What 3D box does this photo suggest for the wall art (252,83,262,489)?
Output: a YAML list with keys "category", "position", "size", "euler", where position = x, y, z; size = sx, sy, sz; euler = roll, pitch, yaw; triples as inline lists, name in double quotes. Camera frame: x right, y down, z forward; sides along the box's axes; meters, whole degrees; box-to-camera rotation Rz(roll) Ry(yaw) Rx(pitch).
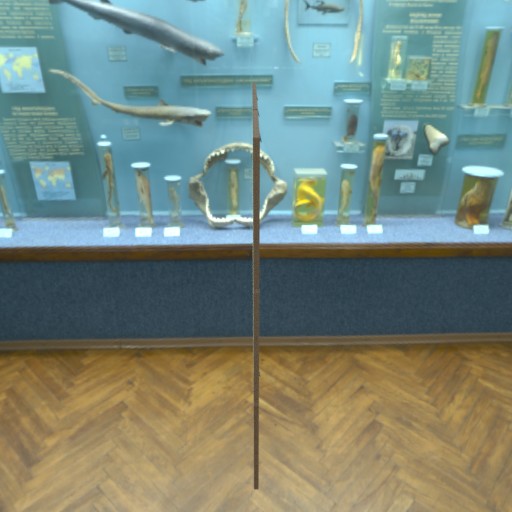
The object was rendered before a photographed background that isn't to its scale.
- category: "wall art"
  position: [0.000, 0.000, 1.354]
  size: [0.018, 0.904, 0.906]
  euler: [0, 27, 0]
